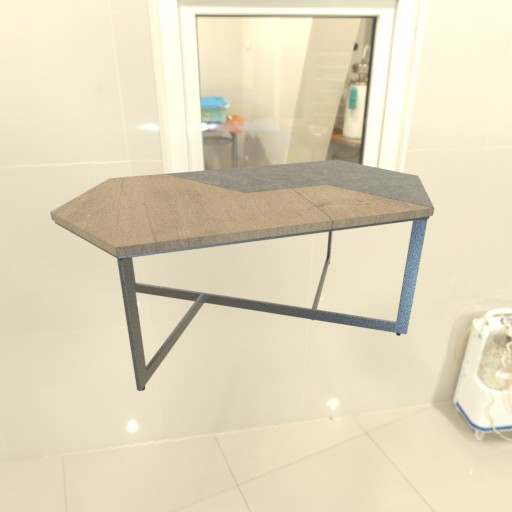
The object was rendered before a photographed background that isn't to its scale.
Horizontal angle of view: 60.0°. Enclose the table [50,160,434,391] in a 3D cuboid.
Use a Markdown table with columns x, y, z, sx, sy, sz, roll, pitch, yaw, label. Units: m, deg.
| x | y | z | sx | sy | sz | roll | pitch | yaw | label |
| --- | --- | --- | --- | --- | --- | --- | --- | --- | --- |
| 0.000 | 0.000 | 1.517 | 1.219 | 0.457 | 0.609 | -8 | 27 | -16 | table |
